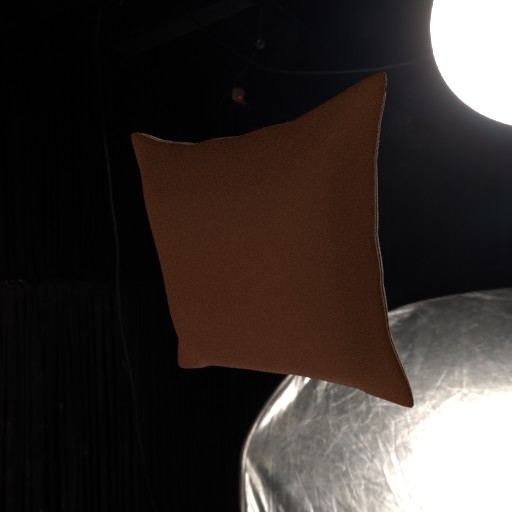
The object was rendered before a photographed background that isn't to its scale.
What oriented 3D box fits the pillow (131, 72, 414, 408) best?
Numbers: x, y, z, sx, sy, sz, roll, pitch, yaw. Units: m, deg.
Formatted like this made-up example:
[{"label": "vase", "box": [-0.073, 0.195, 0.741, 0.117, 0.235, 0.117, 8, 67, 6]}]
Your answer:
[{"label": "pillow", "box": [0.000, 0.000, 0.689, 0.453, 0.430, 0.200, 0, 0, 36]}]
